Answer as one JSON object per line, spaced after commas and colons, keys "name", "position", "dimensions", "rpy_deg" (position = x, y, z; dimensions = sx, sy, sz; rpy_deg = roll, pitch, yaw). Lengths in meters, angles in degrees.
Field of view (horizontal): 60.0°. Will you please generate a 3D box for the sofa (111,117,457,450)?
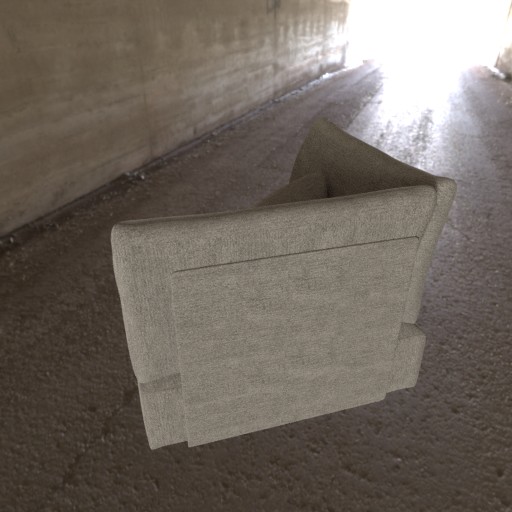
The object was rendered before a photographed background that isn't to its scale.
{"name": "sofa", "position": [0.000, 0.000, 1.722], "dimensions": [1.000, 0.820, 1.000], "rpy_deg": [-8, 30, -14]}
